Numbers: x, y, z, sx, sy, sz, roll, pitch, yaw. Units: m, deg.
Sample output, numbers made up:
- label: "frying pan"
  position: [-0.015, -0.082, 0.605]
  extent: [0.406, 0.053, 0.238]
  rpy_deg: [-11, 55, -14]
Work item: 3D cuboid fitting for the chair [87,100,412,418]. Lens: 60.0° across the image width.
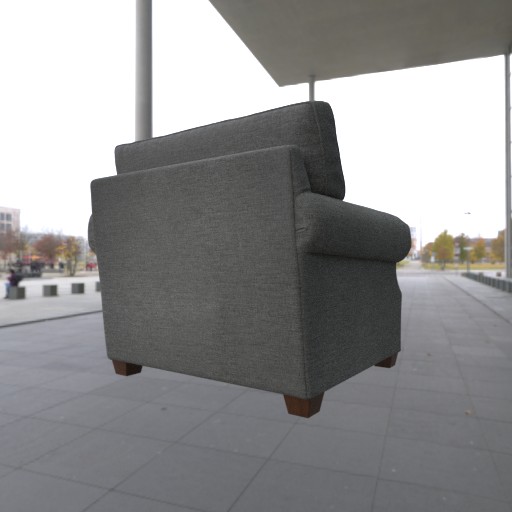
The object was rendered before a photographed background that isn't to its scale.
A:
- label: "chair"
  position: [0.000, 0.000, 1.850]
  extent: [1.092, 0.961, 0.965]
  rpy_deg: [0, -1, 35]
